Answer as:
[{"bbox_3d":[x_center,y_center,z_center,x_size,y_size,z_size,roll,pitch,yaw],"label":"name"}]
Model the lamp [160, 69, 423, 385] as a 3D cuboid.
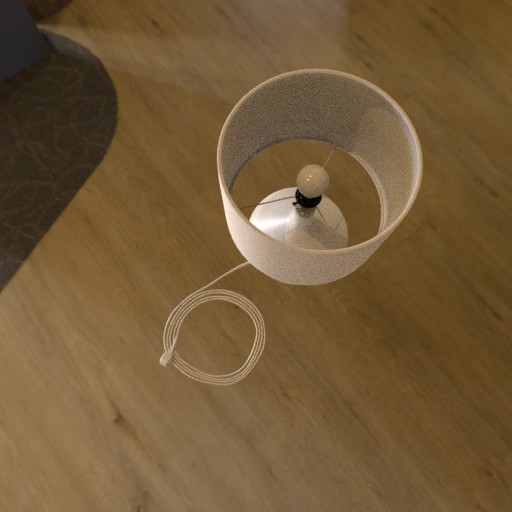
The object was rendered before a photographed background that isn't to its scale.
[{"bbox_3d":[0.000,0.000,0.850,0.546,0.457,0.401,-21,75,-6],"label":"lamp"}]
